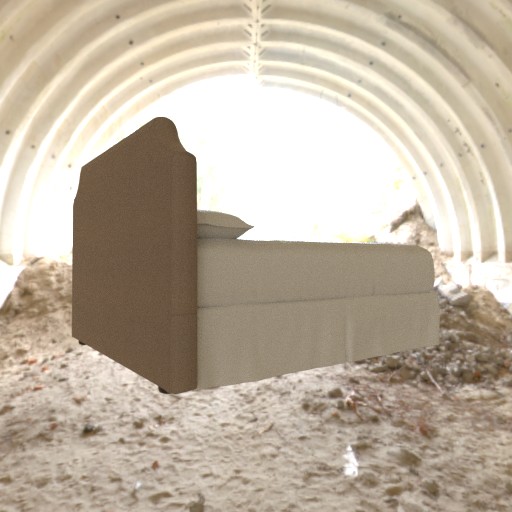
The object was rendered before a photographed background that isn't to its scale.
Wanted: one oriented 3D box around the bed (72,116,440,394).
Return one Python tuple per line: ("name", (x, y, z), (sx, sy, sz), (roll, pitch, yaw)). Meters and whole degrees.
("bed", (0.000, 0.000, 3.254), (2.164, 1.303, 1.828), (1, -1, -35))
